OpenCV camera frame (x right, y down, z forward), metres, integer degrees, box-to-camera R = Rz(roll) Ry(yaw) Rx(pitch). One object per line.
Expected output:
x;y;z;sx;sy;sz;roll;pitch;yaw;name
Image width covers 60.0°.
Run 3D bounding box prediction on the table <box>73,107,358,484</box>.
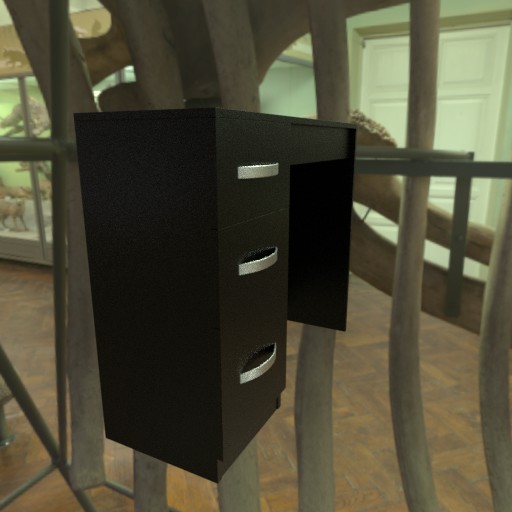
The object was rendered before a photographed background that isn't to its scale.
0.000;0.000;1.345;0.380;0.790;0.930;8;16;27;table
